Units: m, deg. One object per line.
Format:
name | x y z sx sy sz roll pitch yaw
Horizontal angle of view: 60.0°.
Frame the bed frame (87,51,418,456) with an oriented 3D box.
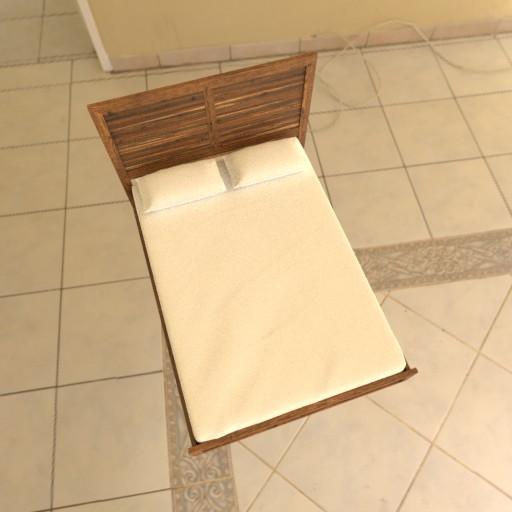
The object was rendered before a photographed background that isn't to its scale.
bed frame | 0.000 0.000 3.319 1.696 1.417 2.276 -17 65 -8
